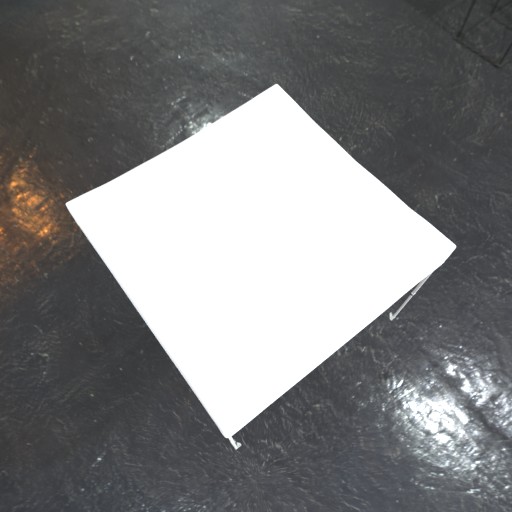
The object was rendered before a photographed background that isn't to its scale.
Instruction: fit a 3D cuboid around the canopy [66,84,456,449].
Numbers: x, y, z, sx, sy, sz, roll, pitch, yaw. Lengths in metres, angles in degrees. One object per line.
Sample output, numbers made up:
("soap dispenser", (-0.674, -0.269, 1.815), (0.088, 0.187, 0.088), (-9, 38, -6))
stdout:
("canopy", (0.000, 0.000, 5.380), (2.998, 2.997, 2.996), (-35, 68, -16))
